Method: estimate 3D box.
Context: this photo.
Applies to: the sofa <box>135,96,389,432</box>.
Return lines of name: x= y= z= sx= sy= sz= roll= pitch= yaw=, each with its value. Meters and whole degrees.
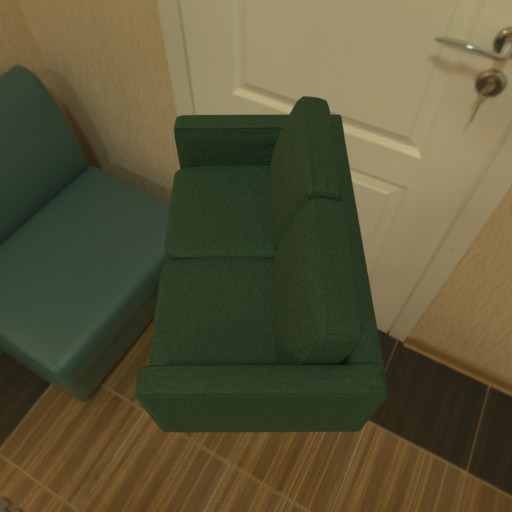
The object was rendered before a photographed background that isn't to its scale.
sofa: x=0.000 y=0.000 z=2.052 sx=0.879 sy=0.899 sz=1.430 roll=0 pitch=56 yaw=0
